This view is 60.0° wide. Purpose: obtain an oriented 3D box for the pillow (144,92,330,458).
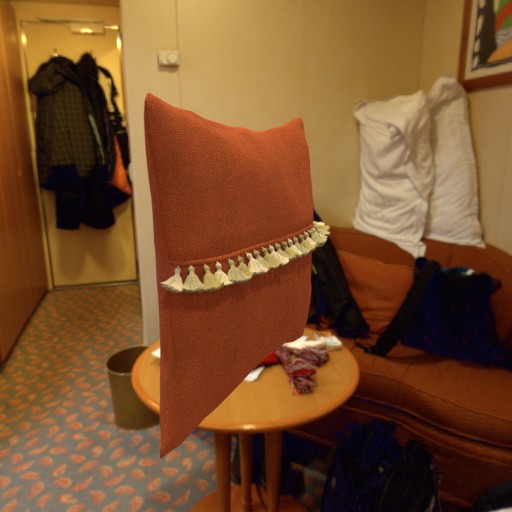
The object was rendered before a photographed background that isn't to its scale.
[{"bbox_3d":[0.000,0.000,0.757,0.165,0.482,0.490,7,15,28],"label":"pillow"}]
